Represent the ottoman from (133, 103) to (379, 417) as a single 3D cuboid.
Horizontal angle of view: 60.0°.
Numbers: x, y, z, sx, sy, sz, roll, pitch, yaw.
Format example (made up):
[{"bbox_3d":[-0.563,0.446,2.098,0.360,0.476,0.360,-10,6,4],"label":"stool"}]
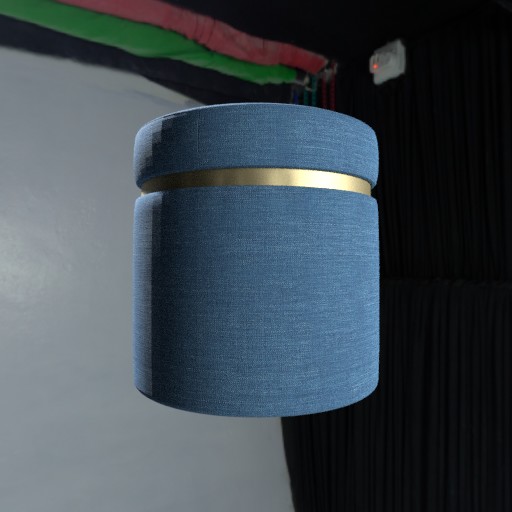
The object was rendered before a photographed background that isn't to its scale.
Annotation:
[{"bbox_3d":[0.000,0.000,0.744,0.398,0.406,0.398,0,0,0],"label":"ottoman"}]
